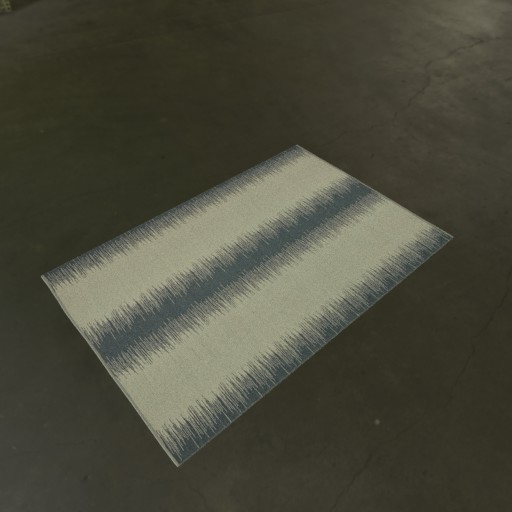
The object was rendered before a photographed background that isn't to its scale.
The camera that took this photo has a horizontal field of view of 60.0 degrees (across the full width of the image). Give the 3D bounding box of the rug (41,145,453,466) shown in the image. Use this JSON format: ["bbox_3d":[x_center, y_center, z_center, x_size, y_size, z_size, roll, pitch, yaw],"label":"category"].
[{"bbox_3d":[0.000,0.000,2.364,1.854,0.006,1.234,-32,54,-27],"label":"rug"}]
